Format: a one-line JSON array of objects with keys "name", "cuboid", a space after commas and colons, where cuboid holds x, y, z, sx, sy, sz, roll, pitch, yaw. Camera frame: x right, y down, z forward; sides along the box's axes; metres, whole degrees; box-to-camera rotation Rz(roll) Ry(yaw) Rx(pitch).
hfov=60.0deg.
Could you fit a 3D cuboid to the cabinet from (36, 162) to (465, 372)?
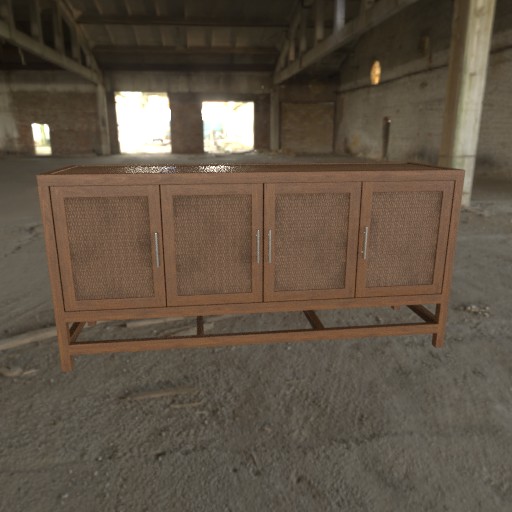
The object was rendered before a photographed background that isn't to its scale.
[{"name": "cabinet", "cuboid": [0.000, 0.000, 2.088, 1.708, 0.820, 0.522, -2, 16, -7]}]
